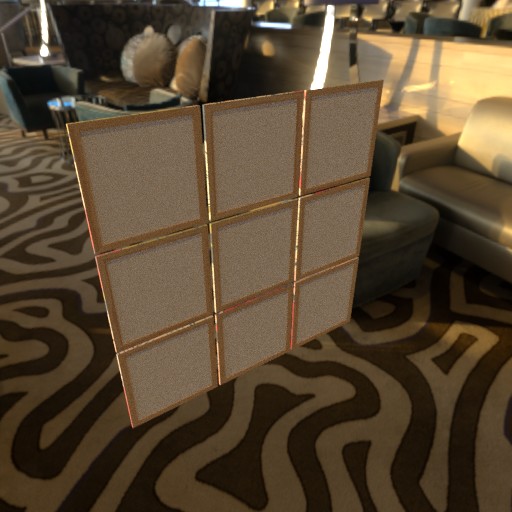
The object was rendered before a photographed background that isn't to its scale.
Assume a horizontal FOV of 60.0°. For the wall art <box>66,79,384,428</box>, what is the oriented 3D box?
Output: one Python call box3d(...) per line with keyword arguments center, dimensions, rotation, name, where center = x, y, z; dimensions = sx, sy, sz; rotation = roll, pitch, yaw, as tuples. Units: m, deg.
box3d(center=(0.000, 0.000, 2.233), dimensions=(1.519, 1.534, 0.013), rotation=(-19, 36, -29), name="wall art")
